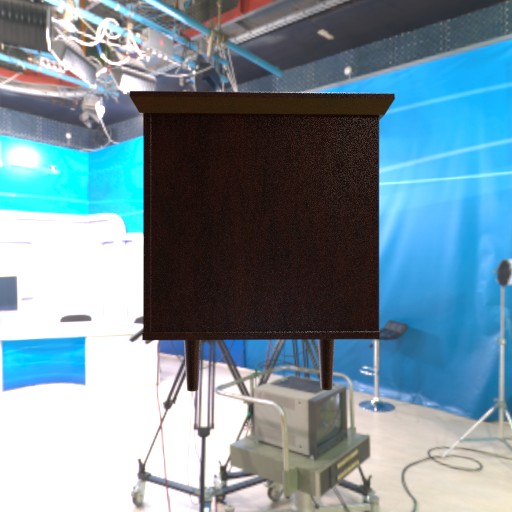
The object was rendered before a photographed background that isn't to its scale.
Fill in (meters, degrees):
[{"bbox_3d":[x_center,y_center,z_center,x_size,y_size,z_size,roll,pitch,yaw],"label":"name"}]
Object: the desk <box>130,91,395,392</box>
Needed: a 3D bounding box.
[{"bbox_3d":[0.000,0.000,1.660,0.612,0.758,1.277,0,0,-2],"label":"desk"}]
